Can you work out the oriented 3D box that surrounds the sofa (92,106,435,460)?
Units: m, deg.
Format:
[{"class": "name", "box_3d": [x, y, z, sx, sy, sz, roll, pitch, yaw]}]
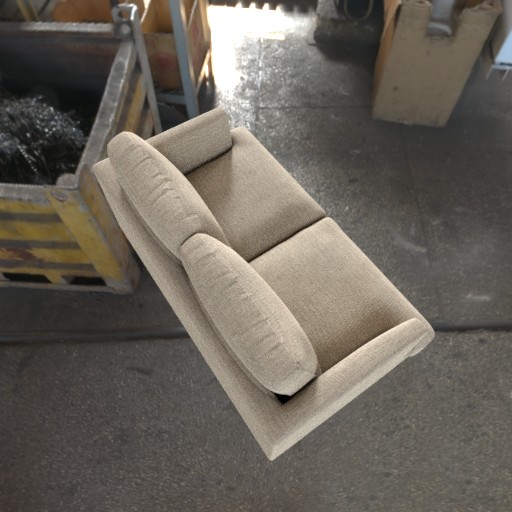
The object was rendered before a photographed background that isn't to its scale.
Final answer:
[{"class": "sofa", "box_3d": [0.000, 0.000, 2.163, 0.903, 0.944, 1.582, -31, 64, -16]}]
